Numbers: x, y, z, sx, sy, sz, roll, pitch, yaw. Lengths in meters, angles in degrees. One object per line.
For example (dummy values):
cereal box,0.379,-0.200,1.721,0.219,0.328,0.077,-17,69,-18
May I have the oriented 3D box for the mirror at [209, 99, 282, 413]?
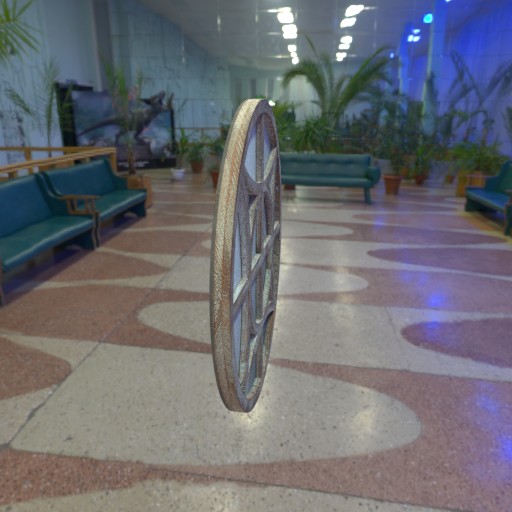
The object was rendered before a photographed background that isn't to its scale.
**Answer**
mirror,0.000,0.000,1.065,0.038,0.710,0.710,3,18,10
